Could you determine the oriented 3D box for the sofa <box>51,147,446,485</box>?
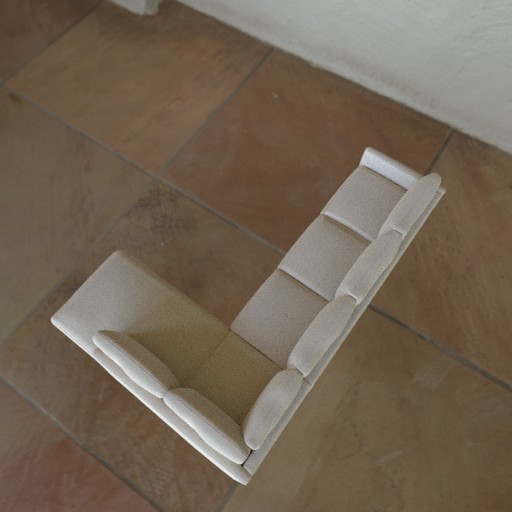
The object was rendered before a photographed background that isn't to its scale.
[{"bbox_3d":[0.000,0.000,3.815,2.007,0.815,2.949,34,70,15],"label":"sofa"}]
